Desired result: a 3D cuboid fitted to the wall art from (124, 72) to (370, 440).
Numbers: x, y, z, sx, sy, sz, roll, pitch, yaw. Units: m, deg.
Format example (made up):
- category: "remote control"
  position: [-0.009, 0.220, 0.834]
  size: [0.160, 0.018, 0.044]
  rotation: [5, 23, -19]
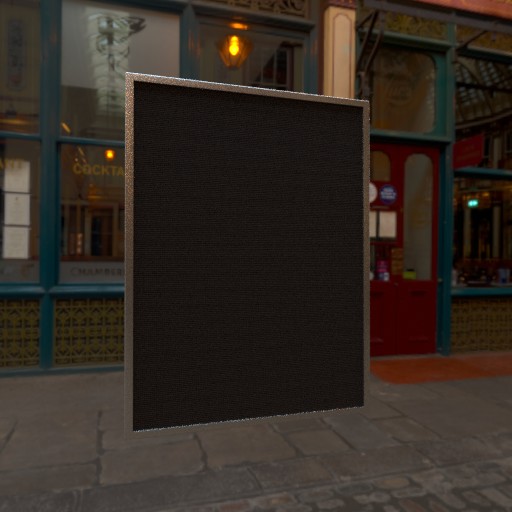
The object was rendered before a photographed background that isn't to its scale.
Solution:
- category: "wall art"
  position: [0.000, 0.000, 1.412]
  size: [0.801, 1.062, 0.037]
  rotation: [0, -1, -17]
